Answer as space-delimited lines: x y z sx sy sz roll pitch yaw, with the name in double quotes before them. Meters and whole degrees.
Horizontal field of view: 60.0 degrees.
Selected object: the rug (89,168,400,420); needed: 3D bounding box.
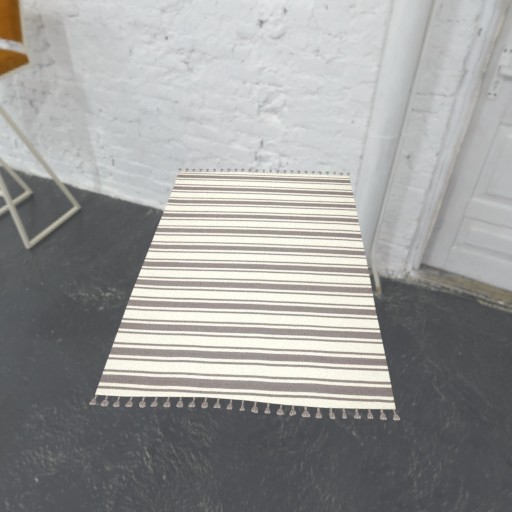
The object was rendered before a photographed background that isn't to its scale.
"rug" 0.000 0.000 3.129 1.563 0.014 2.425 2 41 2
